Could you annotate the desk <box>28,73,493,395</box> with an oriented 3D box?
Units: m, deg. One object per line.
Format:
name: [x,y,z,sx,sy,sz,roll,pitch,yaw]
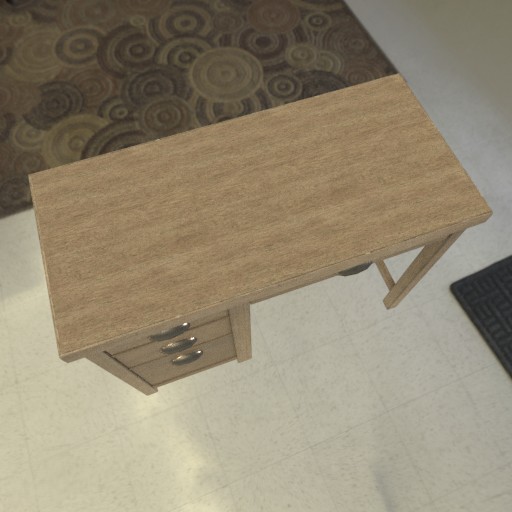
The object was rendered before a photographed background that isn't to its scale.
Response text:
desk: [0.000,0.000,1.760,1.289,0.912,0.610,-18,66,-8]
